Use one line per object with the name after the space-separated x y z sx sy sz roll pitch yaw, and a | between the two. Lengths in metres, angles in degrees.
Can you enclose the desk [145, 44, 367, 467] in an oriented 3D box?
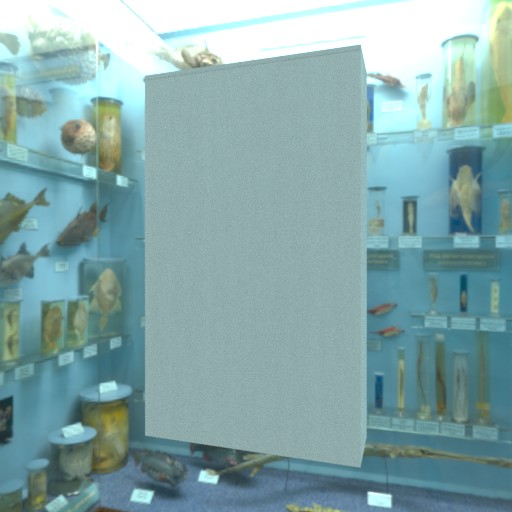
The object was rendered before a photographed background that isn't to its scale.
0.000 0.000 1.576 0.750 1.280 0.250 0 0 18 | desk
